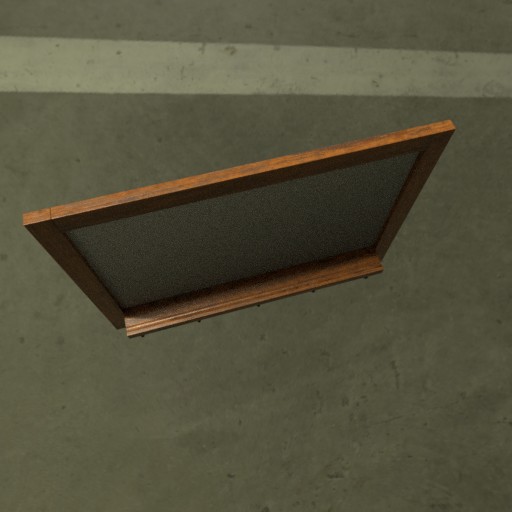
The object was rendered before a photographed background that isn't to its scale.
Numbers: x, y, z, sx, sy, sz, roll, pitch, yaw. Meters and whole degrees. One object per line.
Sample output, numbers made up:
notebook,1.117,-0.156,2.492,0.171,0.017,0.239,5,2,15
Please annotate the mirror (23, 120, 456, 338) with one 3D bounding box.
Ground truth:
mirror,0.000,0.000,0.981,0.758,0.537,0.084,-14,64,-7
